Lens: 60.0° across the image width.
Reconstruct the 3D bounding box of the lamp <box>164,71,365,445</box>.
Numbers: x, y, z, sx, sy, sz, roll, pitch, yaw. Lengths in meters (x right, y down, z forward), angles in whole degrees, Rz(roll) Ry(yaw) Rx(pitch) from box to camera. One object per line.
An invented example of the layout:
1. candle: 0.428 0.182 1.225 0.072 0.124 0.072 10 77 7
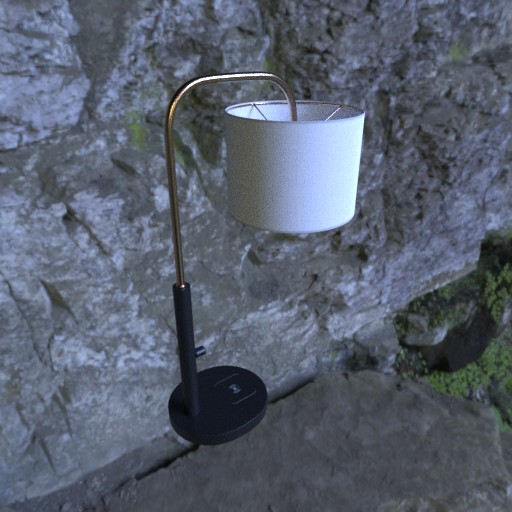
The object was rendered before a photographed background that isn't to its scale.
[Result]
1. lamp: 0.000 0.000 0.700 0.337 0.540 0.199 -19 32 -33
